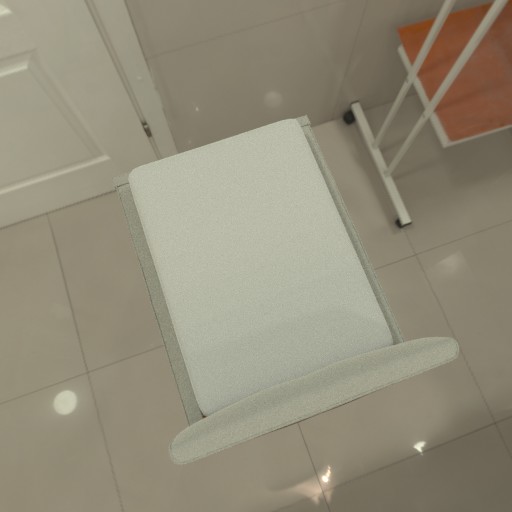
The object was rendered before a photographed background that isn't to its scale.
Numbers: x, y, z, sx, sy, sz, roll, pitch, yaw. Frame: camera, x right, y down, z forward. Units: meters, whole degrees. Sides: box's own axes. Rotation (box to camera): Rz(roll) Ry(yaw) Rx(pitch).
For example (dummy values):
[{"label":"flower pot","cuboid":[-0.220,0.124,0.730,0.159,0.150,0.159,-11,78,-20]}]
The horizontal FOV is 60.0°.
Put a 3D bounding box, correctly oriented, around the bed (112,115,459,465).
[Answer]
[{"label":"bed","cuboid":[0.000,0.000,3.369,1.840,1.067,2.368,-19,76,-5]}]
